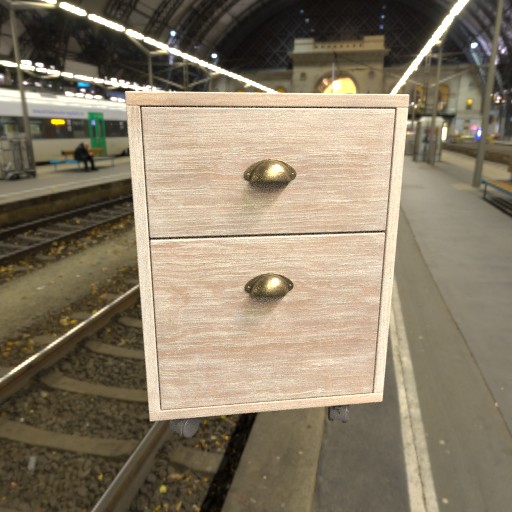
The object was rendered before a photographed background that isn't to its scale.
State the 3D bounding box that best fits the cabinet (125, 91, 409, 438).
[{"bbox_3d":[0.000,0.000,0.876,0.409,0.579,0.401,-2,16,-8],"label":"cabinet"}]
